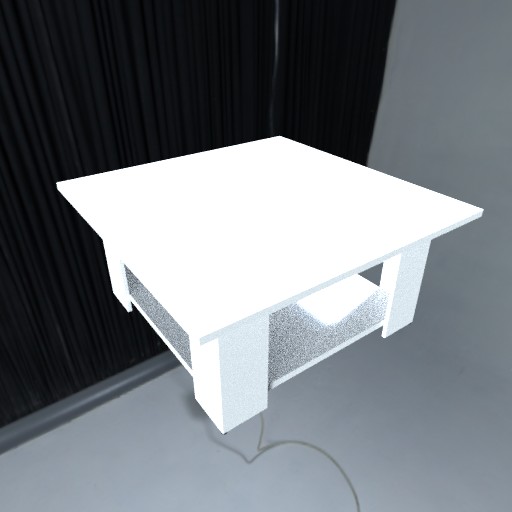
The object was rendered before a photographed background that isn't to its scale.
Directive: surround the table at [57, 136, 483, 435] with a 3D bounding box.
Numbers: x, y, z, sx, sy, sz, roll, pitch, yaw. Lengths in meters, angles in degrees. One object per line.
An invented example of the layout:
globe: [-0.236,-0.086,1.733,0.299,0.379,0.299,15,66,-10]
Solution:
table: [0.000,0.000,1.054,0.670,0.305,0.670,-20,36,-30]
